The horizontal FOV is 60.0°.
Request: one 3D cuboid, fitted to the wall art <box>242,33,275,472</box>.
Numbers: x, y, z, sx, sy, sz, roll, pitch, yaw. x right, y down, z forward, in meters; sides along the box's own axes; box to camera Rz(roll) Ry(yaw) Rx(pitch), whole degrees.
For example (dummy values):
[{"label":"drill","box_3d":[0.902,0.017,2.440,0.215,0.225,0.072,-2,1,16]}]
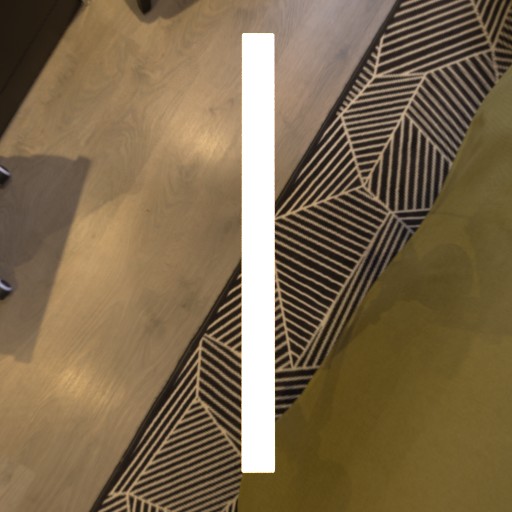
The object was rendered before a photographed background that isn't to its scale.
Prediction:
[{"label":"wall art","box_3d":[0.000,0.000,0.764,0.038,0.508,0.508,0,88,-1]}]
